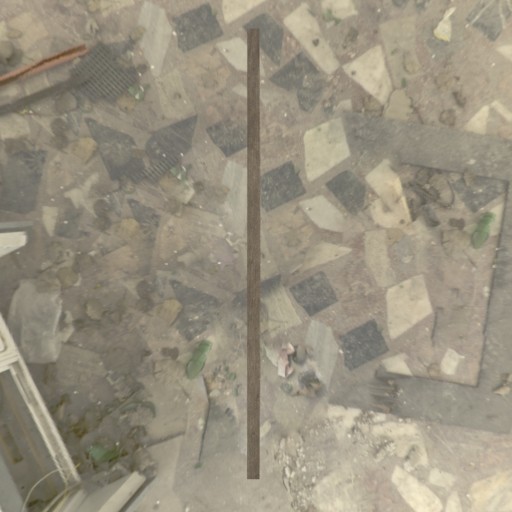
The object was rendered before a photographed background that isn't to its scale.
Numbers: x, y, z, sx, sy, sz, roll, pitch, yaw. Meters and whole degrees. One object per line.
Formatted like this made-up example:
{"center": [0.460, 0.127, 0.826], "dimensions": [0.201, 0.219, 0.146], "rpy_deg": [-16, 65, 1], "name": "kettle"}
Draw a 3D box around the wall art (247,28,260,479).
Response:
{"center": [0.000, 0.000, 0.678], "dimensions": [0.013, 0.457, 0.457], "rpy_deg": [0, 89, 1], "name": "wall art"}
